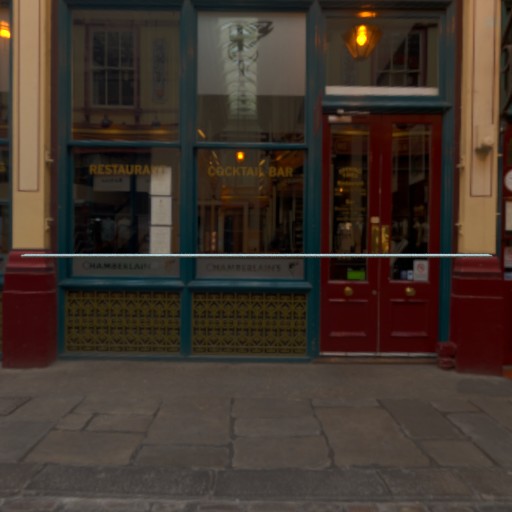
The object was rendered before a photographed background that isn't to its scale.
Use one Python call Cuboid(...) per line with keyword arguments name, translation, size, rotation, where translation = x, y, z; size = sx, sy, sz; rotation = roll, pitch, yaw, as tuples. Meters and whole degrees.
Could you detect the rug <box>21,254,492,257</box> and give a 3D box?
Cuboid(name="rug", translation=(0.000, 0.000, 2.864), size=(2.205, 0.014, 1.589), rotation=(0, 0, -1))
